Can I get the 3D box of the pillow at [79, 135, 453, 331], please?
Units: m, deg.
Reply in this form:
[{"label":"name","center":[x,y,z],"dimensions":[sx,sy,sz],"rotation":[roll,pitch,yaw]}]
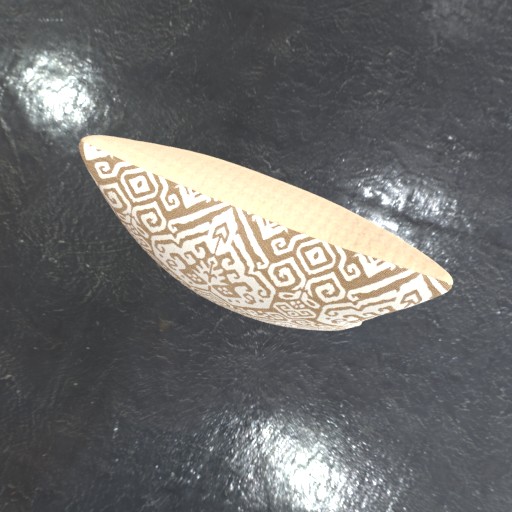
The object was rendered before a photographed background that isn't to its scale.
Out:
[{"label":"pillow","center":[0.000,0.000,0.645],"dimensions":[0.419,0.407,0.173],"rotation":[22,77,5]}]
